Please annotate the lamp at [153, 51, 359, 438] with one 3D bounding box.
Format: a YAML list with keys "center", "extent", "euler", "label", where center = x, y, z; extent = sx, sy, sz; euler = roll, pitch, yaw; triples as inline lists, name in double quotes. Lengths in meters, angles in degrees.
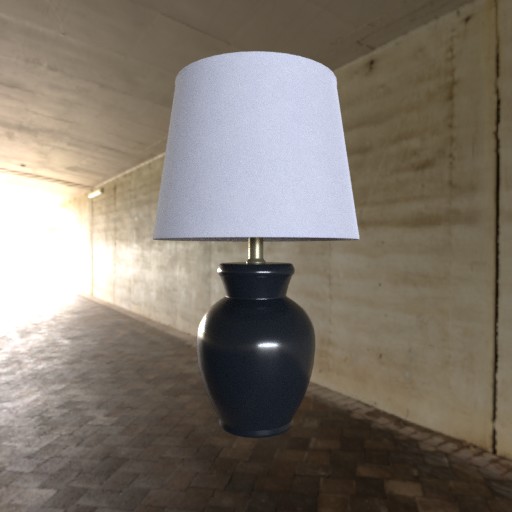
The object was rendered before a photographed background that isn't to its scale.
- center: [0.000, 0.000, 0.526]
  extent: [0.239, 0.399, 0.239]
  euler: [0, 1, 0]
  label: "lamp"
